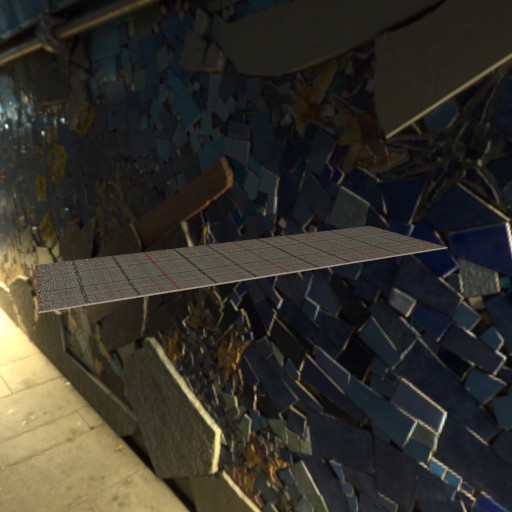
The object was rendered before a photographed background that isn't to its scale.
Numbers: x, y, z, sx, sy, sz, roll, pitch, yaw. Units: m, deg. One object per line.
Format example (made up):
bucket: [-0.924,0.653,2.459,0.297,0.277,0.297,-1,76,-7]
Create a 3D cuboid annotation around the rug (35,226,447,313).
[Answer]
rug: [0.000,0.000,2.724,2.439,0.008,0.762,-8,17,-25]
